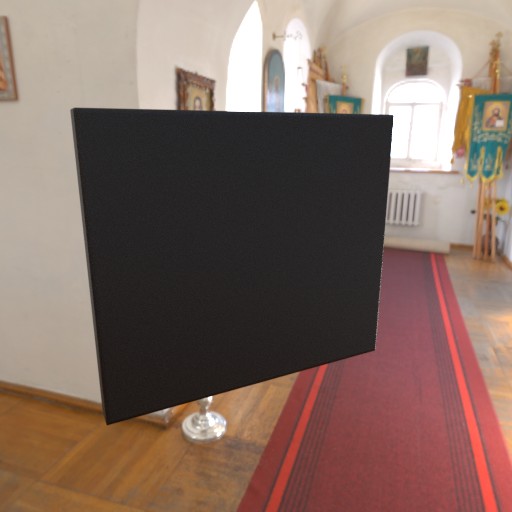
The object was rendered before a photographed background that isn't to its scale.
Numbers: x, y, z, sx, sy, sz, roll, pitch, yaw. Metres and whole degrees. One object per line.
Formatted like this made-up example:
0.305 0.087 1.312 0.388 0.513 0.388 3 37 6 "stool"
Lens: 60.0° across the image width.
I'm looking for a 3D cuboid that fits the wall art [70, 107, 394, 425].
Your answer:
0.000 0.000 0.535 0.380 0.330 0.028 -8 17 -26 "wall art"
